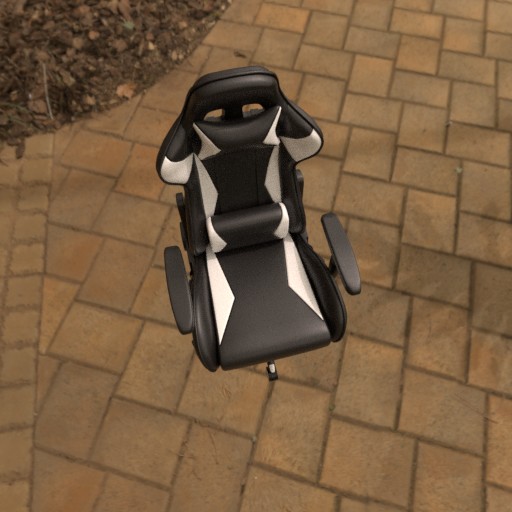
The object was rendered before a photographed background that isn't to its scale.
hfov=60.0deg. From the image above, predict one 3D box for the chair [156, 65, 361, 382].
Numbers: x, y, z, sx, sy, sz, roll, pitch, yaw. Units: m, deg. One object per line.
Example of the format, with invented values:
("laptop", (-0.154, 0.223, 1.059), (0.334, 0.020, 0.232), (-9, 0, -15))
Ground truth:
("chair", (0.000, 0.000, 1.706), (0.730, 1.285, 0.695), (-12, 64, -6))
